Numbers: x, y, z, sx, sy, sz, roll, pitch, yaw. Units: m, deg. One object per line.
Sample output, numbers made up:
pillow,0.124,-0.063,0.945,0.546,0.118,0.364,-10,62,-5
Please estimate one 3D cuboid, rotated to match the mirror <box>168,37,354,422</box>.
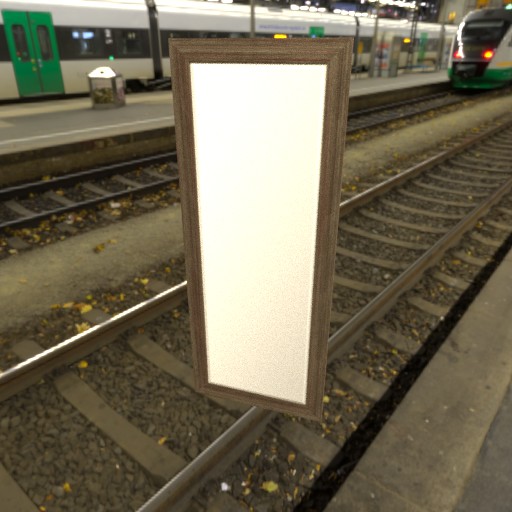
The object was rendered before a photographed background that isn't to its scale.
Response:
mirror,0.000,0.000,2.302,0.812,2.032,0.025,8,26,16
